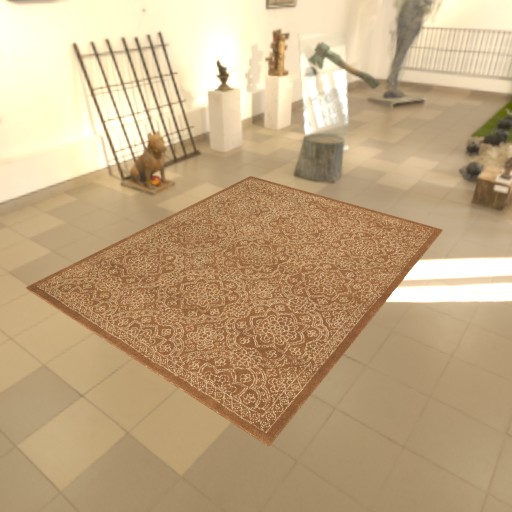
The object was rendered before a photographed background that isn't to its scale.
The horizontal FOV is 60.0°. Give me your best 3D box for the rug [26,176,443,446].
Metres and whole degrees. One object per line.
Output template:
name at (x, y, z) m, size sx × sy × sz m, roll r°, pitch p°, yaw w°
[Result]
rug at (0.000, 0.000, 4.048) m, size 2.441 × 0.015 × 3.050 m, roll 21°, pitch 38°, yaw 30°
